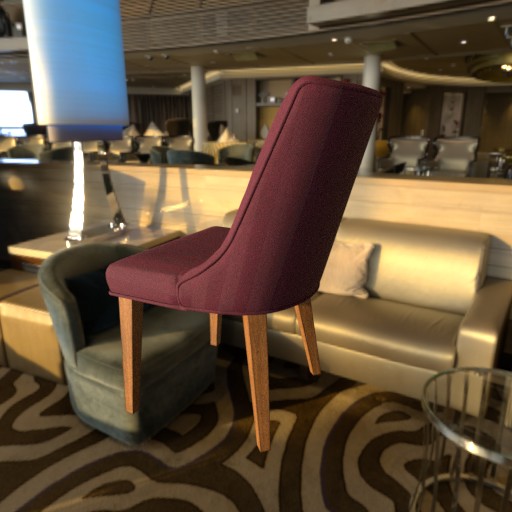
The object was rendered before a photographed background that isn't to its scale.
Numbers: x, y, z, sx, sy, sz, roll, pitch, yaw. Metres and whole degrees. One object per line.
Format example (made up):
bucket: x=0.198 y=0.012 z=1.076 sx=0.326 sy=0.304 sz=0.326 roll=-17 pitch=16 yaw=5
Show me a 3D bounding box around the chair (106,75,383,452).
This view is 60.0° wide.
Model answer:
chair: x=0.000 y=0.000 z=1.279 sx=0.638 sy=0.916 sz=0.548 roll=8 pitch=18 yaw=25
